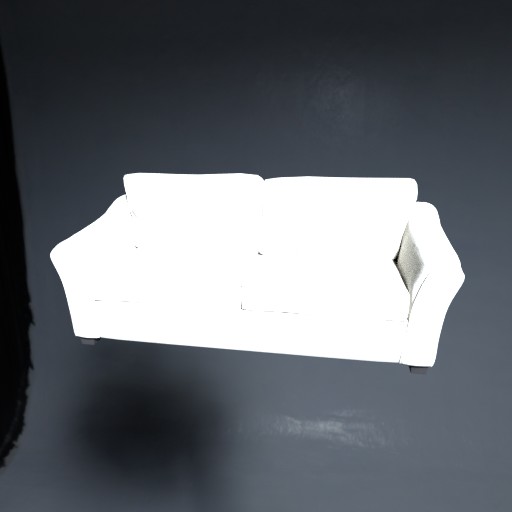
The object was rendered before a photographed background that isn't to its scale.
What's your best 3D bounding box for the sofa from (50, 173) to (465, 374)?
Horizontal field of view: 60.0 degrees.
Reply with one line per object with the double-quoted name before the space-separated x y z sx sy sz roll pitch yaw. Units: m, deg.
"sofa" 0.000 0.000 2.788 2.270 0.965 0.980 3 16 10
